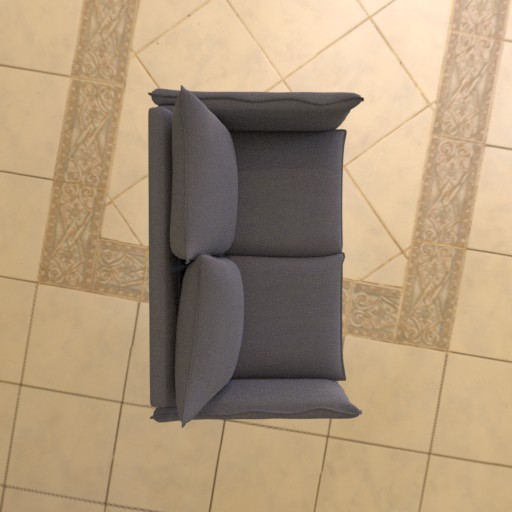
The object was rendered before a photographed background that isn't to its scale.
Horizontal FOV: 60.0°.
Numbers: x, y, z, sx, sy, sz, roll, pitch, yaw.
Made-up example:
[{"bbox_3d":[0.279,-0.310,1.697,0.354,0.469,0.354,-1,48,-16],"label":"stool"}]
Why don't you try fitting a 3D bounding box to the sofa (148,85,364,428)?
[{"bbox_3d":[0.000,0.000,1.888,0.820,0.840,1.300,0,91,0],"label":"sofa"}]
